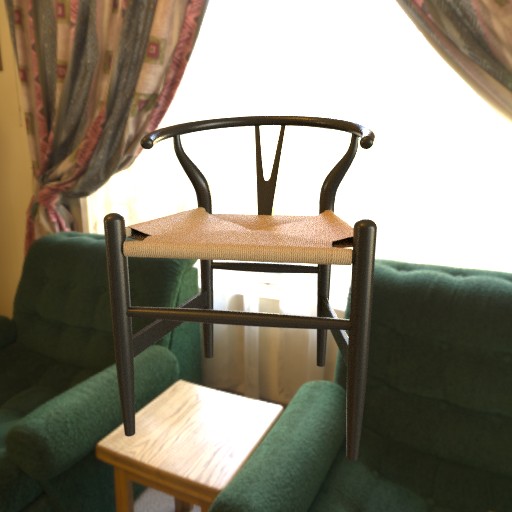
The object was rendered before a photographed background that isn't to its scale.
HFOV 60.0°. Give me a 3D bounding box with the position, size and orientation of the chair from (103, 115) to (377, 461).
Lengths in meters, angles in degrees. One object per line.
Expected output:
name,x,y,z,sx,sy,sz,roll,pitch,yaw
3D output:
chair,0.000,0.000,1.152,0.570,0.739,0.570,2,13,9
